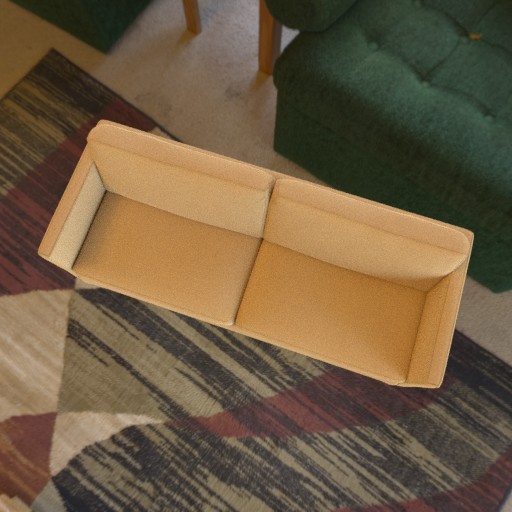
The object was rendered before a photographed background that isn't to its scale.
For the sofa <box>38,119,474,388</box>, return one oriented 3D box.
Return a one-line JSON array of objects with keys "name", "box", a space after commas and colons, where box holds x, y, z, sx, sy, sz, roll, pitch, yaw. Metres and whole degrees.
[{"name": "sofa", "box": [0.000, 0.000, 2.787, 2.361, 0.968, 0.951, 18, 76, 5]}]
